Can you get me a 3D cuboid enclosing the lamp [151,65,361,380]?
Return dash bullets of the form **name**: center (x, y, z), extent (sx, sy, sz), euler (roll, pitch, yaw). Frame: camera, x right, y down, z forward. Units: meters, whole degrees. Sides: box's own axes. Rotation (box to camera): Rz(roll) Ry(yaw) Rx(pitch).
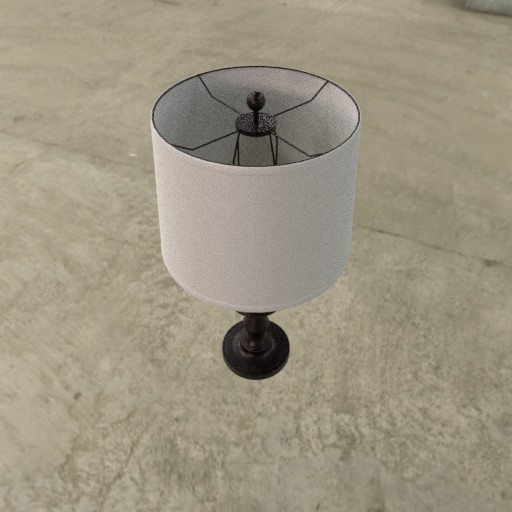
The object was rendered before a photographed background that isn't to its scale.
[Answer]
- **lamp**: center (0.000, 0.000, 0.946), extent (0.383, 0.726, 0.383), euler (0, 46, 0)
